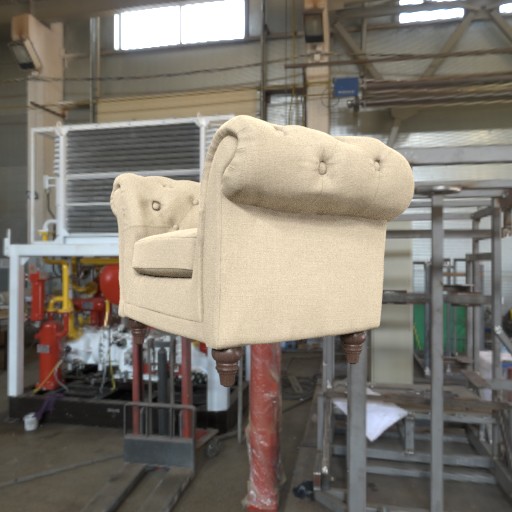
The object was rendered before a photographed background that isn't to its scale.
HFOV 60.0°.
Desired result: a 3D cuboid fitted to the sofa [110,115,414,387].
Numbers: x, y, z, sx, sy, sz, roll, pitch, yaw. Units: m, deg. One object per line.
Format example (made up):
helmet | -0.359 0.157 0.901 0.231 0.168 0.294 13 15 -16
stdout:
sofa | 0.000 0.000 2.073 1.034 0.878 1.405 0 -1 -34
